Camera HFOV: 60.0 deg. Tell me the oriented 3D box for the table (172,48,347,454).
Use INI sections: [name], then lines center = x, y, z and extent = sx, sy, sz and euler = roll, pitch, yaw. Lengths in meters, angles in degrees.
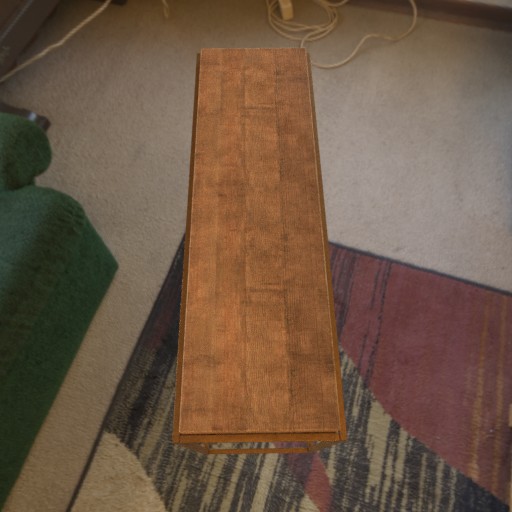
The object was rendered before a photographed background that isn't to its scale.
[table]
center = 0.000, 0.000, 1.753
extent = 0.440, 0.820, 1.400
euler = -1, 64, 0
